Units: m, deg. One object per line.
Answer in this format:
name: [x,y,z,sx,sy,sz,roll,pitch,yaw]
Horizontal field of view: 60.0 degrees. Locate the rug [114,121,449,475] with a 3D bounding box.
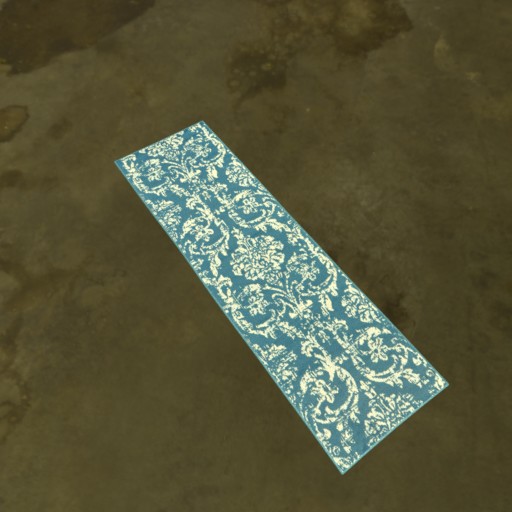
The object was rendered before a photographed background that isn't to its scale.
rug: [0.000,0.000,2.442,0.662,0.011,2.196,-31,63,-18]
